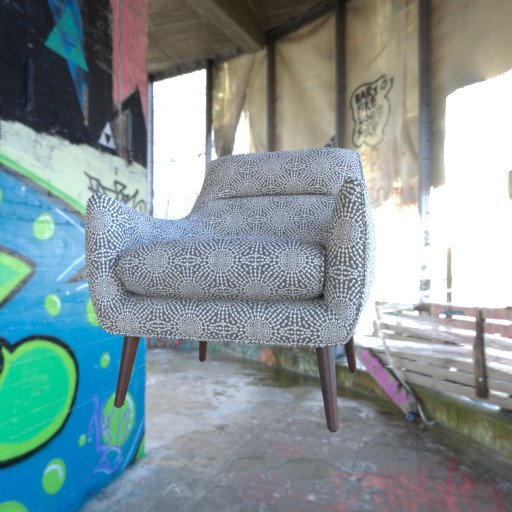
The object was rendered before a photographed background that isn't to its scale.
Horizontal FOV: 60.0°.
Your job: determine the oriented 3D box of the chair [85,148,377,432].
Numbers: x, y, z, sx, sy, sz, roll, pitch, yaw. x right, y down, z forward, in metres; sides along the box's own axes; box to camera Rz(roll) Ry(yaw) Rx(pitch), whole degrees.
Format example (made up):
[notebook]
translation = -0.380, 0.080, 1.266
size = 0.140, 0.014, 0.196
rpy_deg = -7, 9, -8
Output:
[chair]
translation = 0.000, 0.000, 1.463
size = 0.762, 0.838, 0.787
rpy_deg = 0, 0, 17
